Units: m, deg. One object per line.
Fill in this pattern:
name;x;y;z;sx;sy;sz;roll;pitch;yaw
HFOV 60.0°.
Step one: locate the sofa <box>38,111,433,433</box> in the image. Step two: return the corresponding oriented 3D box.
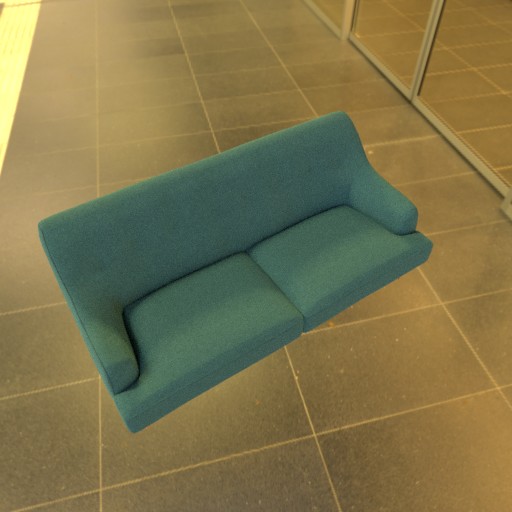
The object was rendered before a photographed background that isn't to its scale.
sofa;0.000;0.000;2.587;2.057;0.871;0.978;-26;52;-22
